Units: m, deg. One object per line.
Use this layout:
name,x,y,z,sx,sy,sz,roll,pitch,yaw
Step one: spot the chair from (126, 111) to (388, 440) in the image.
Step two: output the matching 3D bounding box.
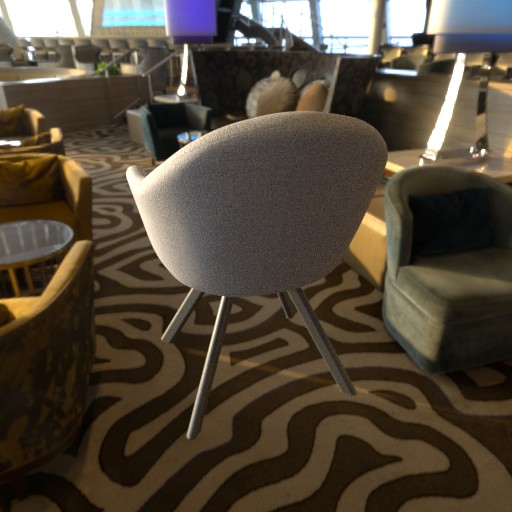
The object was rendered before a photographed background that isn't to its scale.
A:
chair,0.000,0.000,1.173,0.590,0.795,0.550,-9,28,-17
